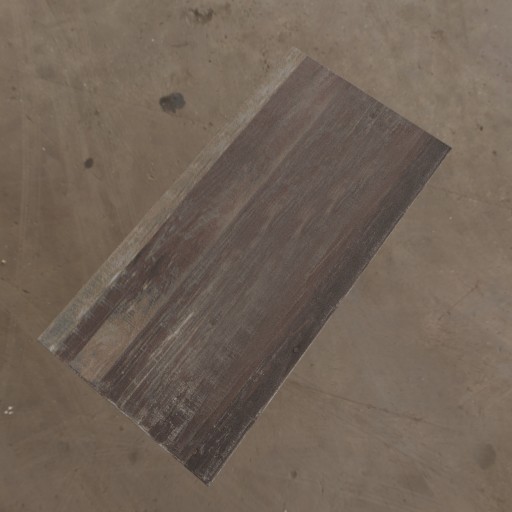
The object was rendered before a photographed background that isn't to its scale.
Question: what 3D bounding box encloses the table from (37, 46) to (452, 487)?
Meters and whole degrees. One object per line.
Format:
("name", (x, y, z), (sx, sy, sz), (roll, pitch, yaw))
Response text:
("table", (0.000, 0.000, 1.357), (0.554, 0.373, 1.088), (36, 78, 9))
